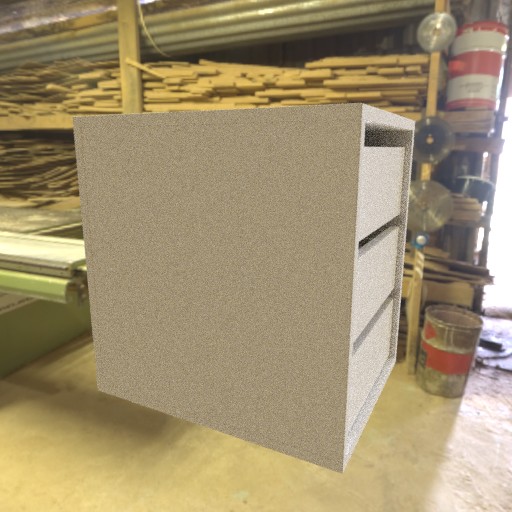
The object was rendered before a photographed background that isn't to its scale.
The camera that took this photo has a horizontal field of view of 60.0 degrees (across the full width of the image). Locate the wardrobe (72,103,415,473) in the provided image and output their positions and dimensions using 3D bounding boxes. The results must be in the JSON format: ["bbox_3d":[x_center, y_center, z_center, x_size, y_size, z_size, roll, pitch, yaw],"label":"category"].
[{"bbox_3d":[0.000,0.000,0.878,0.500,0.520,0.400,7,15,27],"label":"wardrobe"}]
